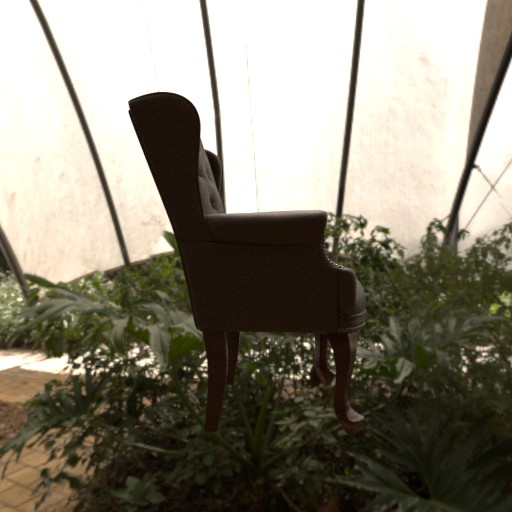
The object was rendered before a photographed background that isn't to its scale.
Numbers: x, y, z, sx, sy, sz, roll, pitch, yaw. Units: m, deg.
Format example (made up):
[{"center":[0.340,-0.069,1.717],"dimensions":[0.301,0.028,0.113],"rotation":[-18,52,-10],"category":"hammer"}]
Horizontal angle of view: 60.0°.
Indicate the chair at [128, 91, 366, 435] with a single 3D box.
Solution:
[{"center":[0.000,0.000,1.717],"dimensions":[0.819,1.132,0.829],"rotation":[0,-2,2],"category":"chair"}]
